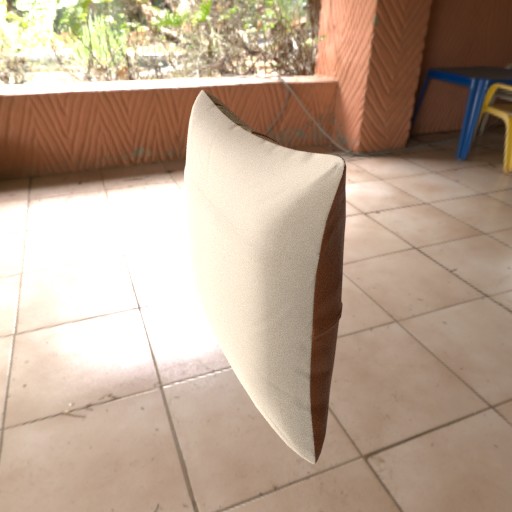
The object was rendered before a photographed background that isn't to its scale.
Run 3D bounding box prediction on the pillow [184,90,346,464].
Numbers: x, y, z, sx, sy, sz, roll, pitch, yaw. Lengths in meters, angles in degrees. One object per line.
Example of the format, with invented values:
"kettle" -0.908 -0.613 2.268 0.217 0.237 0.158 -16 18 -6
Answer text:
"pillow" 0.000 0.000 0.762 0.192 0.477 0.501 -11 31 -20
